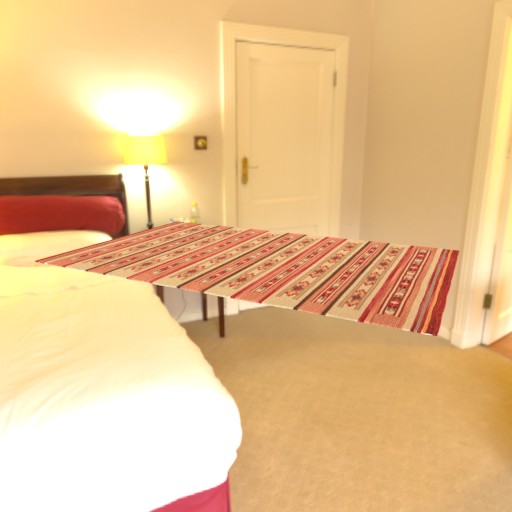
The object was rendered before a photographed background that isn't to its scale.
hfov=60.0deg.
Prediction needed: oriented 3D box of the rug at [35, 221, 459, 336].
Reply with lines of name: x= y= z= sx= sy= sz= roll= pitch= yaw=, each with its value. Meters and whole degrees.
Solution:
rug: x=0.000 y=0.000 z=2.988 sx=2.431 sy=0.010 sz=1.535 roll=8 pitch=17 yaw=26
